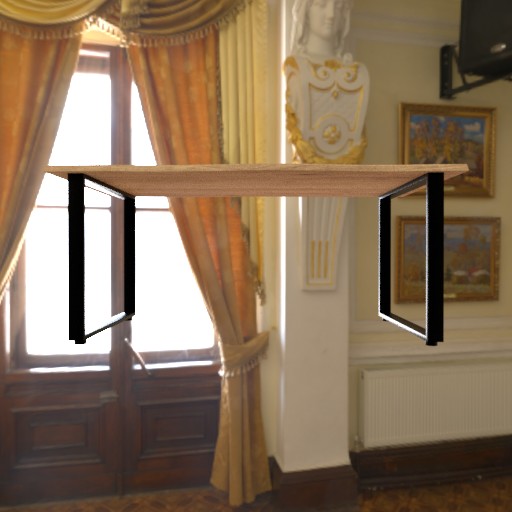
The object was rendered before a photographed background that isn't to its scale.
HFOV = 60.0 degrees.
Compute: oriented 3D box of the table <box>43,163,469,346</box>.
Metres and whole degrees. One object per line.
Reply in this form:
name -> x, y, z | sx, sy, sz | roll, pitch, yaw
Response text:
table -> 0.000, 0.000, 2.302 | 1.800, 0.780, 0.900 | 0, 0, 1
